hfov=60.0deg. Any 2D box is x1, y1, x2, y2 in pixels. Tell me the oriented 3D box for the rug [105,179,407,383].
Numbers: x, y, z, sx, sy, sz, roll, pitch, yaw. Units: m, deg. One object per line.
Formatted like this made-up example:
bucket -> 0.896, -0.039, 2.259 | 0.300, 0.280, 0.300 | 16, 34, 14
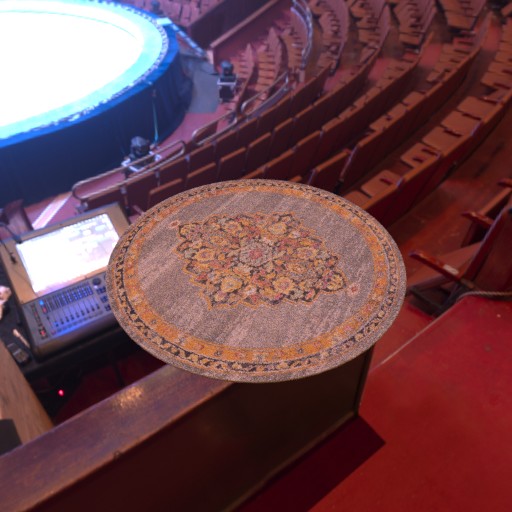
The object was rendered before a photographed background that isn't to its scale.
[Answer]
rug -> 0.000, 0.000, 3.619 | 2.382, 0.014, 2.382 | 0, 41, 0
